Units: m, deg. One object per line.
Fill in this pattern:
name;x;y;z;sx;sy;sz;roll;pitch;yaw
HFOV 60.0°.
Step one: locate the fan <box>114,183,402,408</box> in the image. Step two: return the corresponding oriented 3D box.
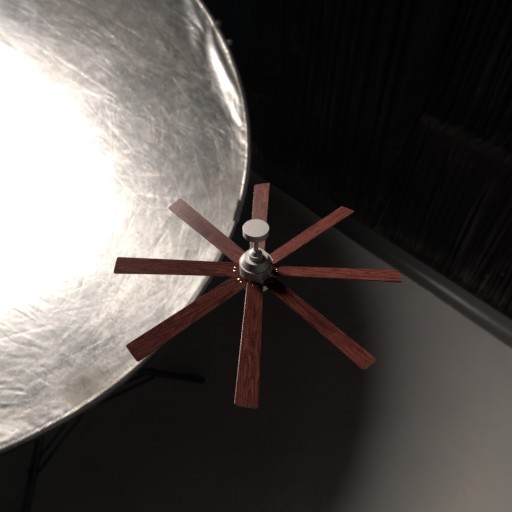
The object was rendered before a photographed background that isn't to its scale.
fan;0.000;0.000;2.746;1.830;0.472;1.830;-33;54;-28
